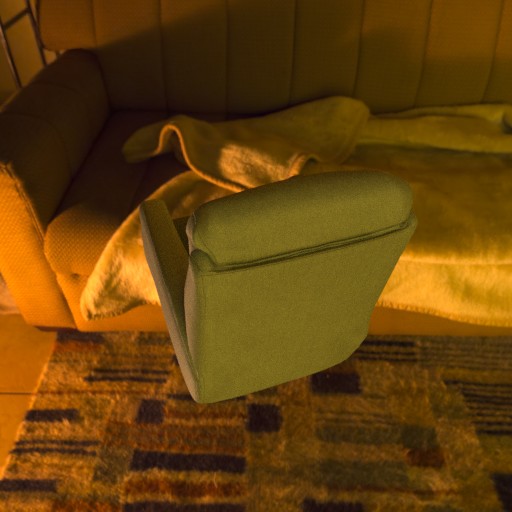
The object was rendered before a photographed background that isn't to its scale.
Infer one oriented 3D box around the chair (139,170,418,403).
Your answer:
[{"bbox_3d":[0.000,0.000,1.698,0.794,1.016,0.940,-13,43,-14],"label":"chair"}]
